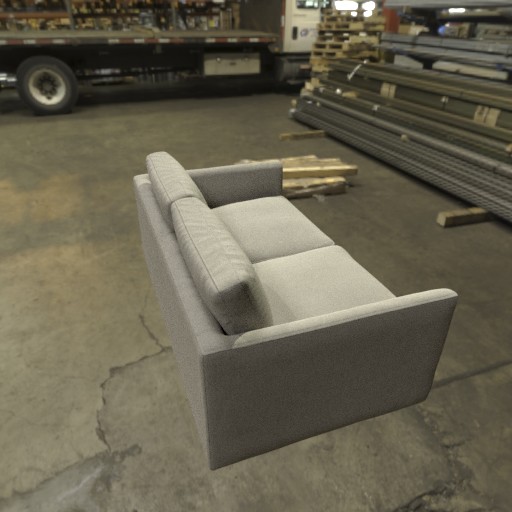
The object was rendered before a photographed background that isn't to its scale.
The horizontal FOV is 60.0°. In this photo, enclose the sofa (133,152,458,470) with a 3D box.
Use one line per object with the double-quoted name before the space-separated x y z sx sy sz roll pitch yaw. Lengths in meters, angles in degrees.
"sofa" 0.000 0.000 2.515 1.091 0.839 1.905 -10 31 -18
